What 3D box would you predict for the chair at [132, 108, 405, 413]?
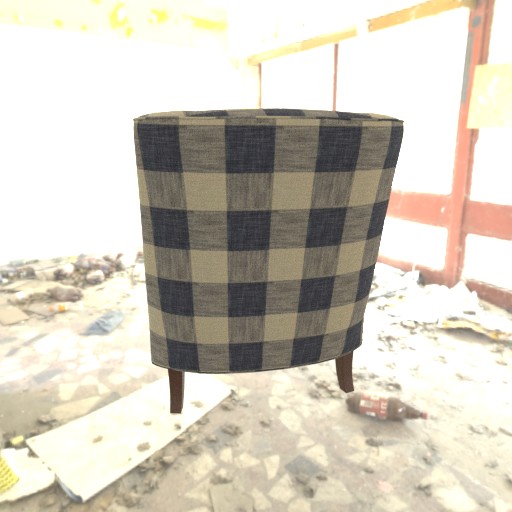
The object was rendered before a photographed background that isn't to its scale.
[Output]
[{"bbox_3d":[0.000,0.000,1.715,0.830,1.041,0.889,-3,15,-12],"label":"chair"}]
